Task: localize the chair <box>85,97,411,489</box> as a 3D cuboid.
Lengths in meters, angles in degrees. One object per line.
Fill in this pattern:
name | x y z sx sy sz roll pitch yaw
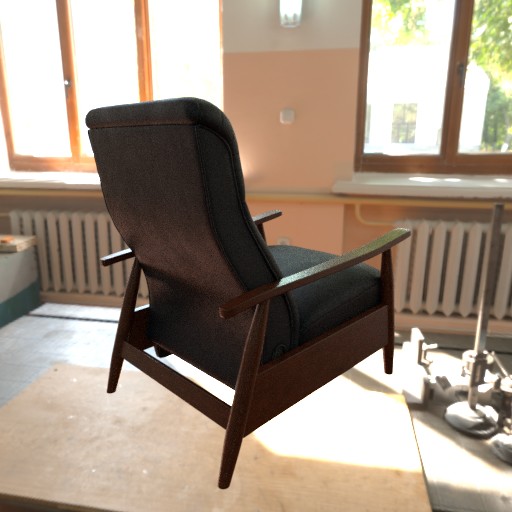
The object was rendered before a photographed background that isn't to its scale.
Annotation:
chair | 0.000 0.000 1.722 1.014 1.082 0.762 -14 20 -42
